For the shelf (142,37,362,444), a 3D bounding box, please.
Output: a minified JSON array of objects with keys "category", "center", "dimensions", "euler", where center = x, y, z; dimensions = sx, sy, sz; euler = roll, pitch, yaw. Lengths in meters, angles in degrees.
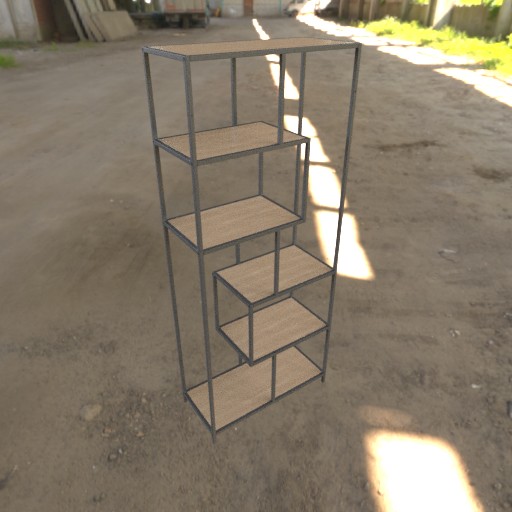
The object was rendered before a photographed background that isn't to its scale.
[{"category":"shelf","center":[0.000,0.000,2.141],"dimensions":[0.770,1.850,0.350],"euler":[-19,36,-29]}]
